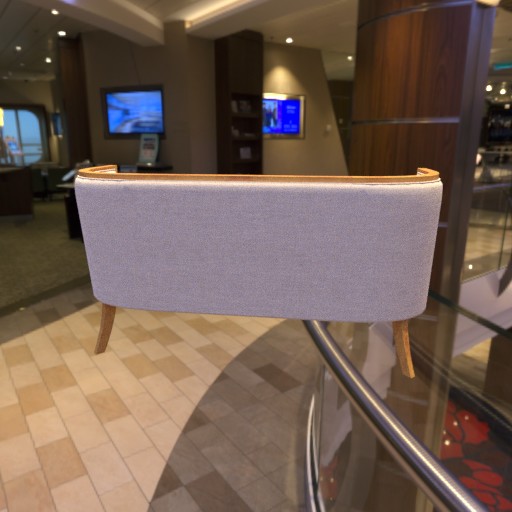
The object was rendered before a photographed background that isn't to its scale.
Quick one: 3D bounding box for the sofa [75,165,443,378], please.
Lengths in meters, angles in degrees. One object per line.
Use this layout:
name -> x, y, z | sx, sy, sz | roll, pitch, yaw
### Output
sofa -> 0.000, 0.000, 1.995 | 1.474, 0.775, 0.770 | 2, 15, 8
